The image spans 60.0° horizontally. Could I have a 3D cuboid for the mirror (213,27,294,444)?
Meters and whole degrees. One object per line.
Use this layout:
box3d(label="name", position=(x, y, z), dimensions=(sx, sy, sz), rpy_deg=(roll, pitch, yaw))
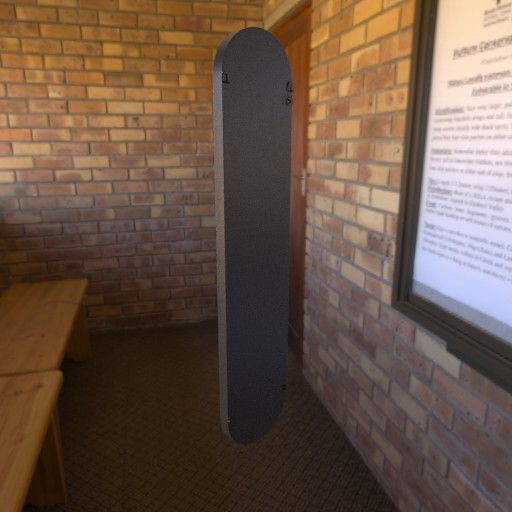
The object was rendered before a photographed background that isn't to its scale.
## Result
box3d(label="mirror", position=(0.000, 0.000, 1.057), dimensions=(0.032, 0.991, 0.222), rpy_deg=(13, 19, 42))
